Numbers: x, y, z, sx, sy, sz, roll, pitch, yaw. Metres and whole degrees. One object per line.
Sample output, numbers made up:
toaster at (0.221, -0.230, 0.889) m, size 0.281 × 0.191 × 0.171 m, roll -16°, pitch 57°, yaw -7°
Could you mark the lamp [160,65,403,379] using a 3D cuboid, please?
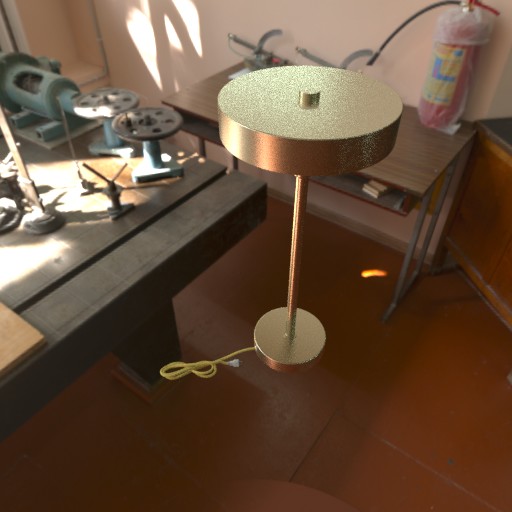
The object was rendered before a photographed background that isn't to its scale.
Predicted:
lamp at (0.000, 0.000, 0.699) m, size 0.369 × 0.508 × 0.229 m, roll -13°, pitch 43°, yaw -14°
